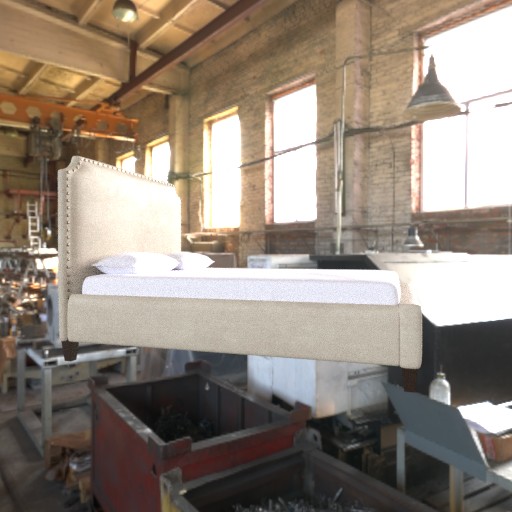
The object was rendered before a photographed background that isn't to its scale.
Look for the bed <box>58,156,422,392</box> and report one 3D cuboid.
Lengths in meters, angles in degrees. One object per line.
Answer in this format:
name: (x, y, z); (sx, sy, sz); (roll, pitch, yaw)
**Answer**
bed: (0.000, 0.000, 3.487); (2.372, 1.443, 1.712); (0, 1, 18)
